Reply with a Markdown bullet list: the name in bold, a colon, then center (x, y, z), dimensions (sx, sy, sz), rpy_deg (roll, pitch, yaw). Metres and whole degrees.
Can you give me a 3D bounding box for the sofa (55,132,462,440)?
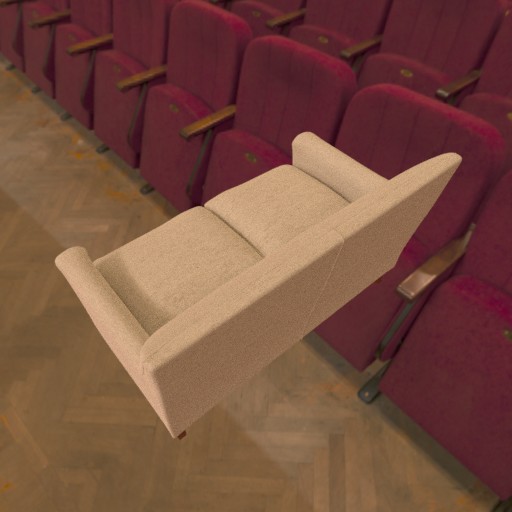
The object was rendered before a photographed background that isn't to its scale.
- **sofa**: center (0.000, 0.000, 2.028), dimensions (1.482, 0.892, 0.891), rpy_deg (-32, 55, -26)
